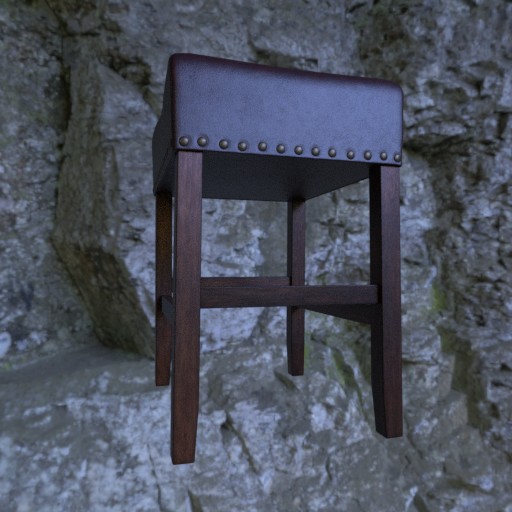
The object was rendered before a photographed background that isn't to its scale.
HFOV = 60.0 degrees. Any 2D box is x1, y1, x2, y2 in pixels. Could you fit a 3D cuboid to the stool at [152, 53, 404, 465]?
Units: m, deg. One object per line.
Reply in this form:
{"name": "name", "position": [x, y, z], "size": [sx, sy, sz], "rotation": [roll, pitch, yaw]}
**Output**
{"name": "stool", "position": [0.000, 0.000, 0.909], "size": [0.397, 0.608, 0.465], "rotation": [0, -1, -16]}
